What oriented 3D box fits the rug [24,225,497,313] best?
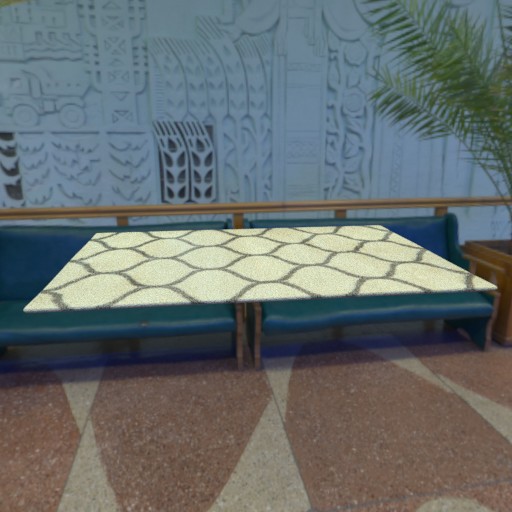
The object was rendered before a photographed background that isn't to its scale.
[{"bbox_3d":[0.000,0.000,3.344,2.701,0.026,1.801,-2,16,-7],"label":"rug"}]
